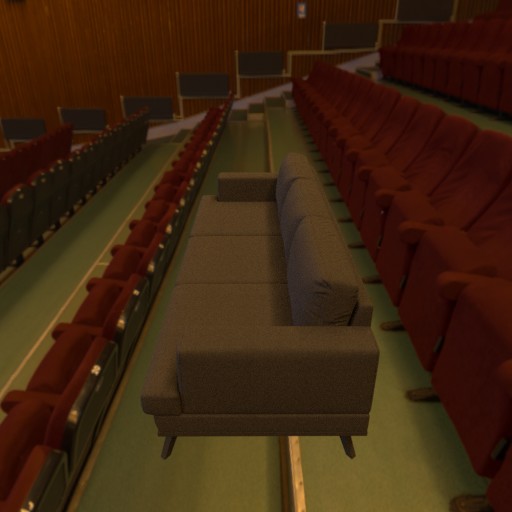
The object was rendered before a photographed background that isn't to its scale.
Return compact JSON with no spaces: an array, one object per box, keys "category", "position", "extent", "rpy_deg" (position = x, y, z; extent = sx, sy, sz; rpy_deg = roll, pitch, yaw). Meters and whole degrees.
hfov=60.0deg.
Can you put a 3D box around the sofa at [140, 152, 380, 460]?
[{"category":"sofa","position":[0.000,0.000,2.719],"extent":[0.920,0.810,2.310],"rpy_deg":[0,27,0]}]
